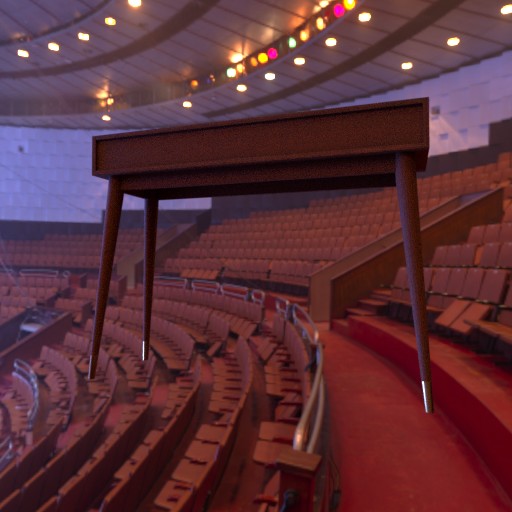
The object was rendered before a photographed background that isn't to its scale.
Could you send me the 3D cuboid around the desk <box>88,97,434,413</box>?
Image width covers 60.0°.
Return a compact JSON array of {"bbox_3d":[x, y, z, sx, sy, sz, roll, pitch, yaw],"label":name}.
[{"bbox_3d":[0.000,0.000,1.648,1.204,0.917,0.384,-1,-2,19],"label":"desk"}]
